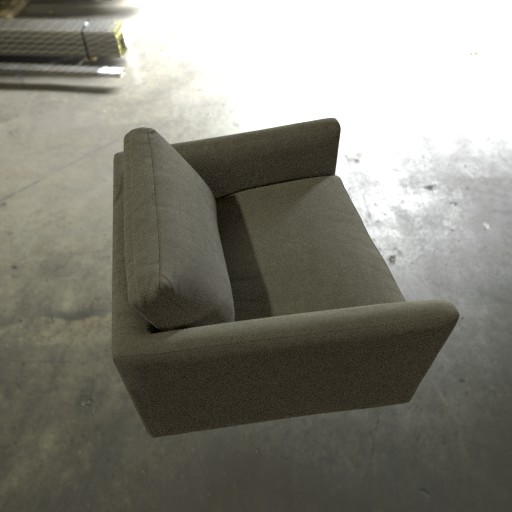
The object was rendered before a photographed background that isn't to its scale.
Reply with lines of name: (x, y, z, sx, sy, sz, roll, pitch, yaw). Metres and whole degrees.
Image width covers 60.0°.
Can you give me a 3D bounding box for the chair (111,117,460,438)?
chair: (0.000, 0.000, 1.851, 1.091, 0.845, 1.190, -9, 48, -8)
